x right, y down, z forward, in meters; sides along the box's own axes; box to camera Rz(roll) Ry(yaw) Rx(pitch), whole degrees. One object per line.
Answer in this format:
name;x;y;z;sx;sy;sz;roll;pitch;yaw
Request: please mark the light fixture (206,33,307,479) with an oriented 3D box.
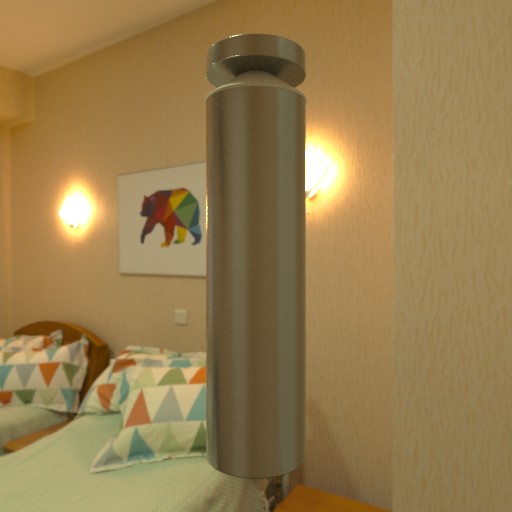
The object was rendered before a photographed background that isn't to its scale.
light fixture;0.000;0.000;0.448;0.102;0.400;0.102;0;0;1
